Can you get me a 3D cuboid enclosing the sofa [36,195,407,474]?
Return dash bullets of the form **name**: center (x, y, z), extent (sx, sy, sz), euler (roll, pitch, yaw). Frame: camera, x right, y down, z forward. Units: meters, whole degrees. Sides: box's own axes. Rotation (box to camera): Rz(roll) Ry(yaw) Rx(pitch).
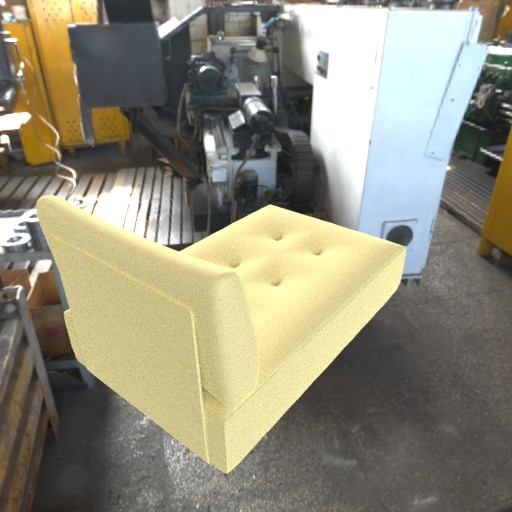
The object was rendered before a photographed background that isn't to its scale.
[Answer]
- **sofa**: center (0.000, 0.000, 2.015), extent (0.930, 0.820, 1.450), euler (22, 36, 33)
